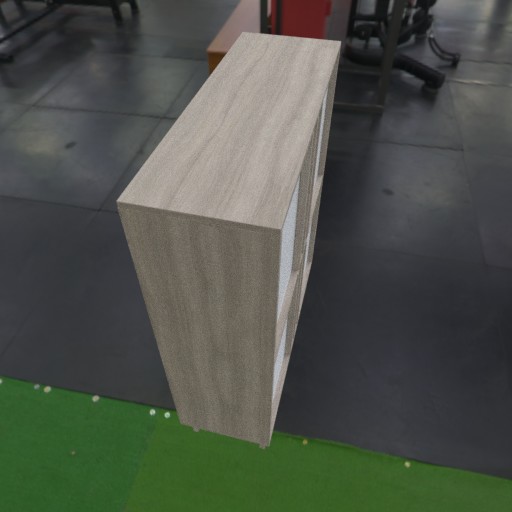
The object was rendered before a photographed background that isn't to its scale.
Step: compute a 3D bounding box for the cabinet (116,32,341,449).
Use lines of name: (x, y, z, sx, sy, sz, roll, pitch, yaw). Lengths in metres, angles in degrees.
cabinet: (0.000, 0.000, 1.880, 0.398, 1.388, 1.111, 10, 47, 10)
